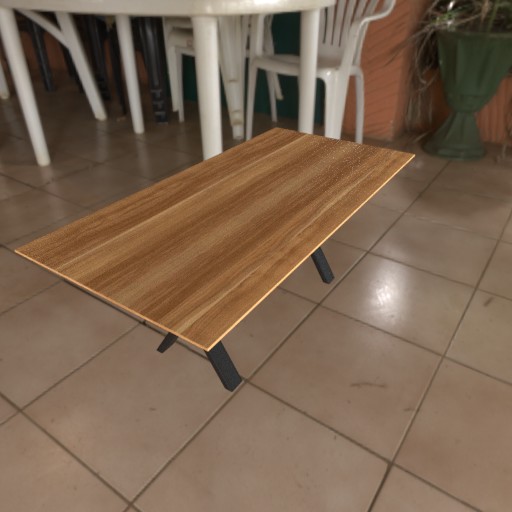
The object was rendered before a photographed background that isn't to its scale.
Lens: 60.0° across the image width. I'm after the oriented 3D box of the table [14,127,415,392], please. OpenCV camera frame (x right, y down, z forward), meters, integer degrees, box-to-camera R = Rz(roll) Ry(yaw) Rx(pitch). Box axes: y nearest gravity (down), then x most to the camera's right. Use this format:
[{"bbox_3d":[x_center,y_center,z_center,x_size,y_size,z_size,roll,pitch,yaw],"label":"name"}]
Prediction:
[{"bbox_3d":[0.000,0.000,2.454,1.000,0.770,2.000,20,38,28],"label":"table"}]
